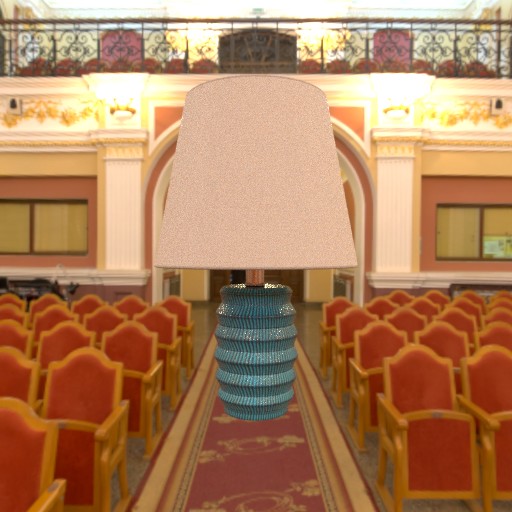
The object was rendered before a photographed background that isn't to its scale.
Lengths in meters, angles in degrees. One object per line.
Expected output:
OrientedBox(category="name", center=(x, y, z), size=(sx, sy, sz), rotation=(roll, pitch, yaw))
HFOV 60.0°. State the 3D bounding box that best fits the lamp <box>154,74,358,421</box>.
OrientedBox(category="lamp", center=(0.000, 0.000, 0.567), size=(0.254, 0.392, 0.254), rotation=(0, 0, 0))
